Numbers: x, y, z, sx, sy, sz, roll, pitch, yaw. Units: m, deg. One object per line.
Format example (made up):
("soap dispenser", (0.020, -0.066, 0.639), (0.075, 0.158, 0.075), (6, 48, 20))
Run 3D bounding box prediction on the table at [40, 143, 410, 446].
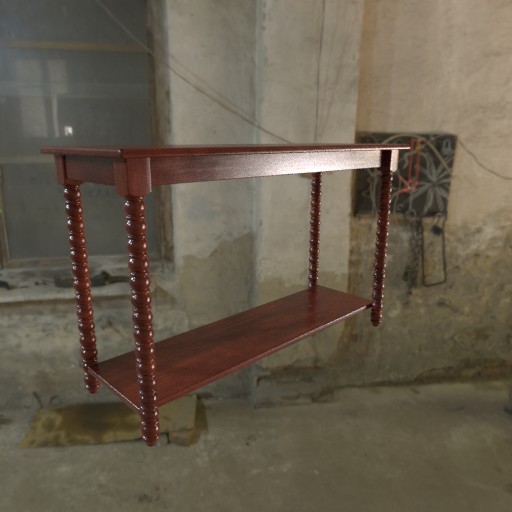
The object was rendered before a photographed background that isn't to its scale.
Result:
("table", (0.000, 0.000, 1.521), (1.184, 0.740, 0.459), (-14, 20, -42))
